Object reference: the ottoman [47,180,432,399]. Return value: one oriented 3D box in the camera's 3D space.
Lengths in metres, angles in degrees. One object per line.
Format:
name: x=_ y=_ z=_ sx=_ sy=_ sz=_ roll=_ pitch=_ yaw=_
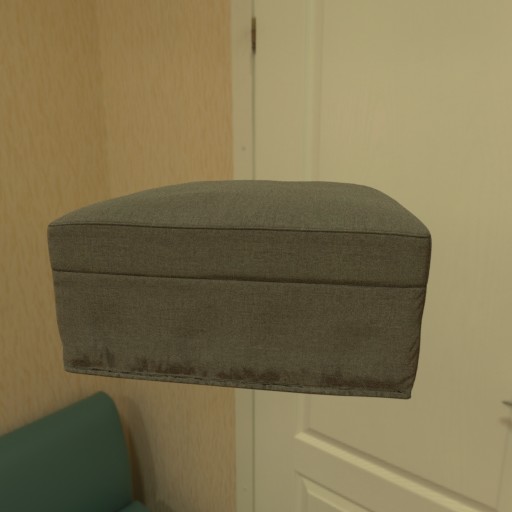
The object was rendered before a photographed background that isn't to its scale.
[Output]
ottoman: x=0.000 y=0.000 z=1.344 sx=0.843 sy=0.436 sz=0.840 roll=2 pitch=14 yaw=9
